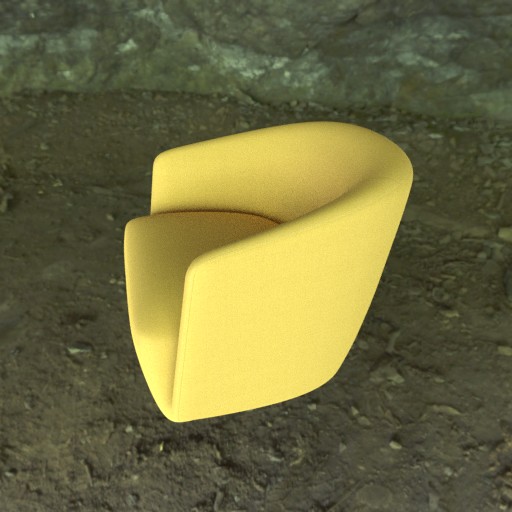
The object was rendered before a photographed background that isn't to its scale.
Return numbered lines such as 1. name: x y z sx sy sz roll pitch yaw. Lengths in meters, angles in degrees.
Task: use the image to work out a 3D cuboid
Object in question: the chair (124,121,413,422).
1. chair: 0.000 0.000 1.339 0.767 0.698 0.773 -8 30 -14
